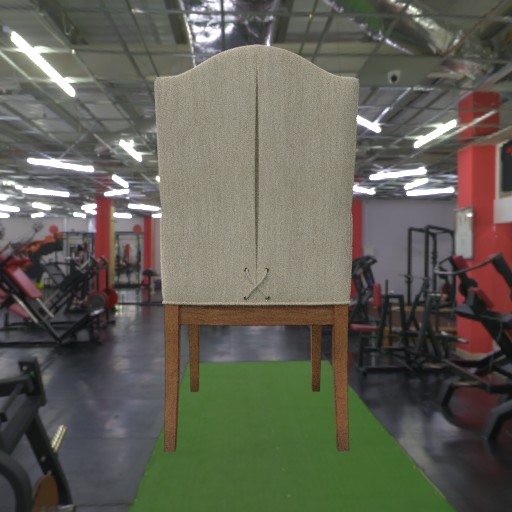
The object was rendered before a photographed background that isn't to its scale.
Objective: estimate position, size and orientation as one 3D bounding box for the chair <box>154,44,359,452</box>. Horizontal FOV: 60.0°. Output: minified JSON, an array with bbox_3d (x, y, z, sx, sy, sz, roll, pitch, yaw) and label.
[{"bbox_3d":[0.000,0.000,1.365,0.533,1.016,0.641,0,0,0],"label":"chair"}]
